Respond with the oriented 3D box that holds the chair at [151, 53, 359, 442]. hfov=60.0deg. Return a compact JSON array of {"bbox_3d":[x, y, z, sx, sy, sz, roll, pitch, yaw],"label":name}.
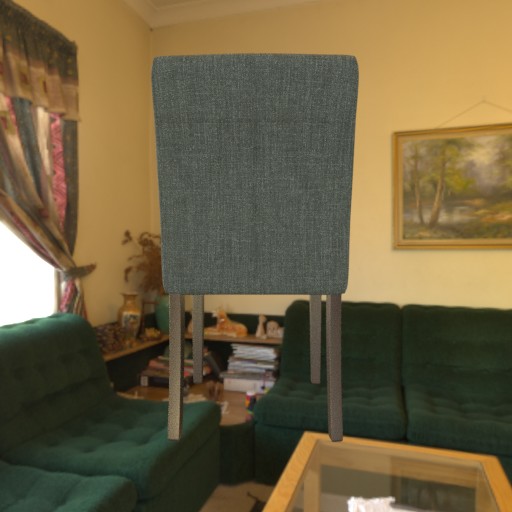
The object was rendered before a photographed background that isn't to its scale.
[{"bbox_3d":[0.000,0.000,1.243,0.487,0.884,0.629,0,1,1],"label":"chair"}]
